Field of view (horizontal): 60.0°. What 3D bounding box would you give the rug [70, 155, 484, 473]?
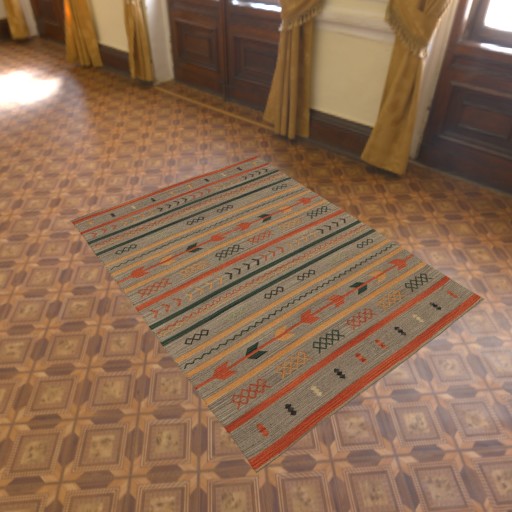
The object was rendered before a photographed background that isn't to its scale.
[{"bbox_3d":[0.000,0.000,3.912,2.263,0.022,3.029,-26,46,-27],"label":"rug"}]
